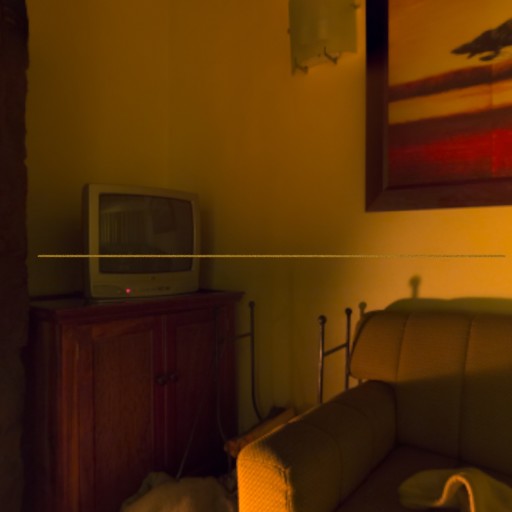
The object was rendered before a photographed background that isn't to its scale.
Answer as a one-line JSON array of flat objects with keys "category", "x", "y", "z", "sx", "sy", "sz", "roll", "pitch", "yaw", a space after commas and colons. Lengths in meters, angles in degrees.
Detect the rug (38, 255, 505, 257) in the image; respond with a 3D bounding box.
[{"category": "rug", "x": 0.000, "y": 0.000, "z": 2.586, "sx": 2.435, "sy": 0.009, "sz": 0.750, "roll": 0, "pitch": 0, "yaw": 17}]
